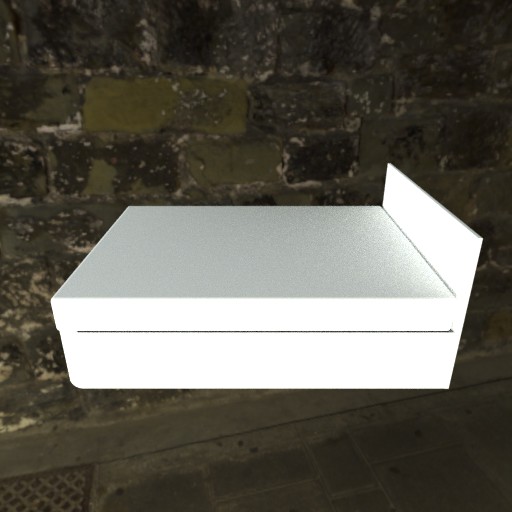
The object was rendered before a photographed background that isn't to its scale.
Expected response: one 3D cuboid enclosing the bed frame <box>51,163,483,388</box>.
[{"bbox_3d":[0.000,0.000,2.659,1.900,0.800,1.400,0,24,0],"label":"bed frame"}]
